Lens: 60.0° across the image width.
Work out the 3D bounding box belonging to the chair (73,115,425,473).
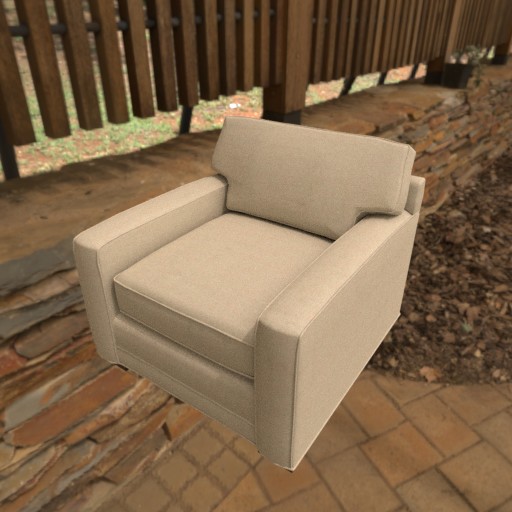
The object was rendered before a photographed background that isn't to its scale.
[{"bbox_3d":[0.000,0.000,1.838,0.998,0.913,1.043,19,35,30],"label":"chair"}]
